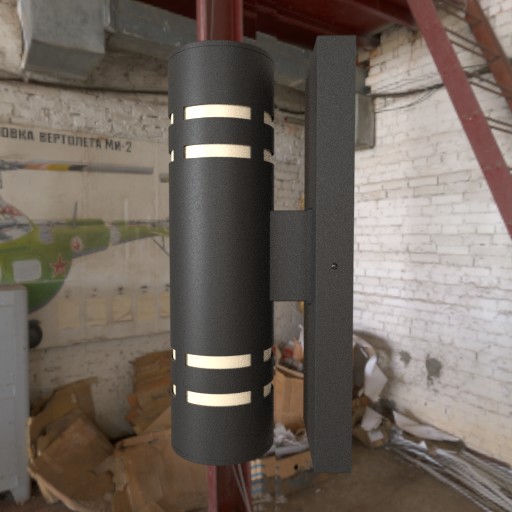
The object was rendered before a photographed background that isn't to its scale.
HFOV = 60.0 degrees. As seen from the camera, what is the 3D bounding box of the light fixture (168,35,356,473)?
[{"bbox_3d":[0.000,0.000,0.386,0.149,0.330,0.105,0,3,1],"label":"light fixture"}]
